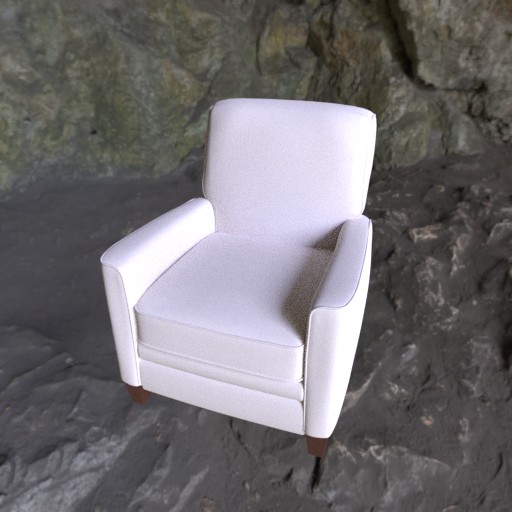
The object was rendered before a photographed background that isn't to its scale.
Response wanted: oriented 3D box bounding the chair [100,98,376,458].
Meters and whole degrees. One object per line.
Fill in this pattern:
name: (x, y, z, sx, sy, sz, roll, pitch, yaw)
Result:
chair: (0.000, 0.000, 1.677, 0.841, 1.028, 0.858, 9, 29, 17)
